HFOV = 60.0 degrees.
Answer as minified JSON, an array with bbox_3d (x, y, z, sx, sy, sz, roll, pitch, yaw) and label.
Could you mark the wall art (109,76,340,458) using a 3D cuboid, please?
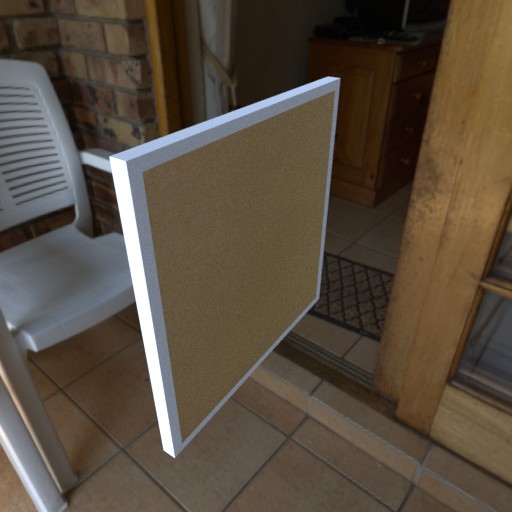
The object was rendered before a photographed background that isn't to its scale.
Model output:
[{"bbox_3d":[0.000,0.000,1.157,0.038,0.761,0.763,20,38,28],"label":"wall art"}]
